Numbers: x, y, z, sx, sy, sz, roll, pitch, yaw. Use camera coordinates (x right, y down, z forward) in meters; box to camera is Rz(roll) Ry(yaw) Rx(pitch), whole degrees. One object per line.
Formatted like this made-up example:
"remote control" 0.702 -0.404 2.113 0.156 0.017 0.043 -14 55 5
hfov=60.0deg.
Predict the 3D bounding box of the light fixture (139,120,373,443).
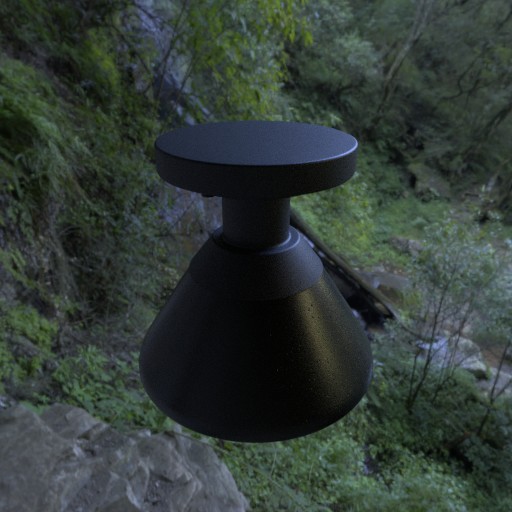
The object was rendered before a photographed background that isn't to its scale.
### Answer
"light fixture" 0.000 0.000 0.349 0.200 0.183 0.200 0 27 0
